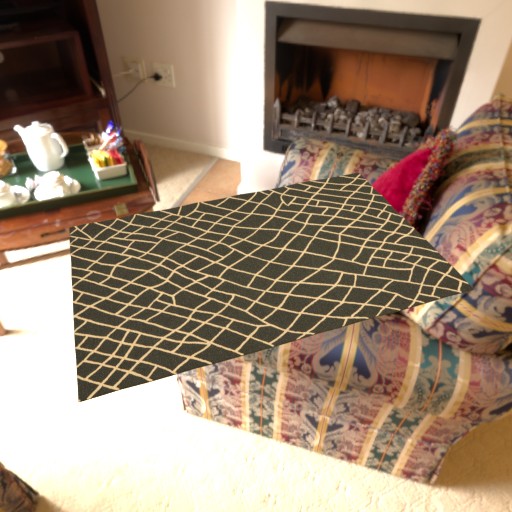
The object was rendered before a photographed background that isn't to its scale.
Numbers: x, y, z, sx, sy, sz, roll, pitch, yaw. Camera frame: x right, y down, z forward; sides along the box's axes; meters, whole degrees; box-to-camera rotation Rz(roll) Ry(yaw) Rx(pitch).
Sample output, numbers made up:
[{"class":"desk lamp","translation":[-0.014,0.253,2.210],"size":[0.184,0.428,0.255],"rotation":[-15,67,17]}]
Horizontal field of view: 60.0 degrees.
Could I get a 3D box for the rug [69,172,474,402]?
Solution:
[{"class":"rug","translation":[0.000,0.000,3.091],"size":[2.448,0.017,1.529],"rotation":[-13,43,-14]}]
